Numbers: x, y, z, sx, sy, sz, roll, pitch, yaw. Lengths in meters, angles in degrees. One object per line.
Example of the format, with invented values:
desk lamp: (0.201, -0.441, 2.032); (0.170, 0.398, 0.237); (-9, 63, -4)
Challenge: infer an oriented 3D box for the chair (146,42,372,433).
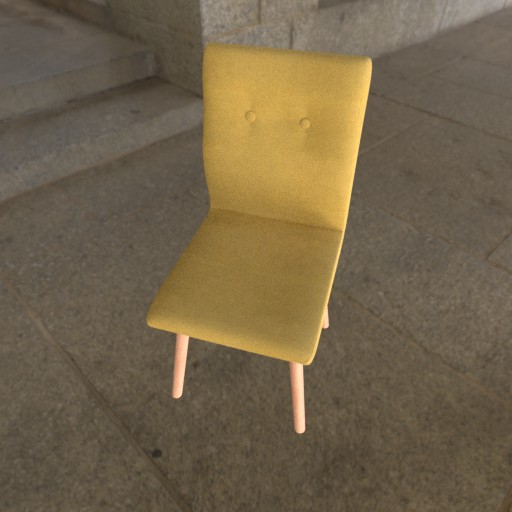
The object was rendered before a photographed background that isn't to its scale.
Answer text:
chair: (0.000, 0.000, 1.266); (0.450, 0.965, 0.550); (11, 43, 12)
